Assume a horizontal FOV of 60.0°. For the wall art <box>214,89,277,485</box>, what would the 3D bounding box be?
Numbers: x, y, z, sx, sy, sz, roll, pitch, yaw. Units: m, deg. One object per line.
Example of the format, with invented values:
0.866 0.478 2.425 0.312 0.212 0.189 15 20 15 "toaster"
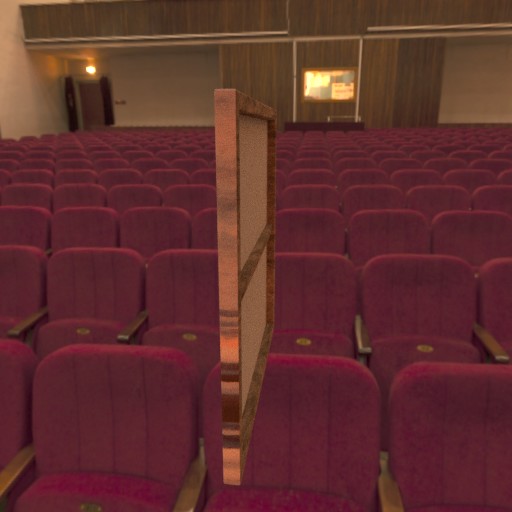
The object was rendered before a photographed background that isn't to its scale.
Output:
0.000 0.000 1.144 0.035 0.747 0.747 2 16 7 "wall art"
